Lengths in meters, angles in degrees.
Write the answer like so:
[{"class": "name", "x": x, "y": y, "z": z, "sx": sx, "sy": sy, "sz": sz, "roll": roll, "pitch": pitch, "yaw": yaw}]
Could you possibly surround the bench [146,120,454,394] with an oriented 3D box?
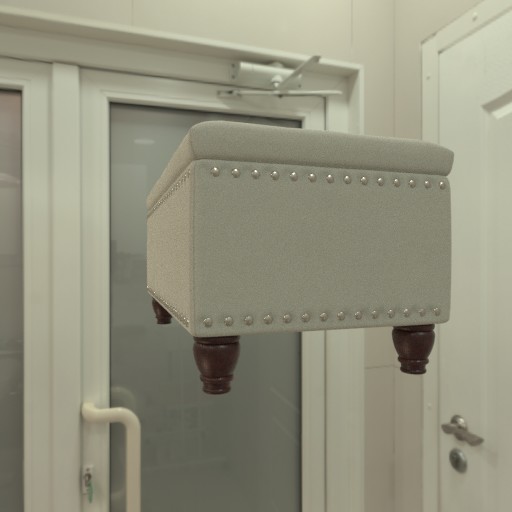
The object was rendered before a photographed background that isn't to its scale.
[{"class": "bench", "x": 0.000, "y": 0.000, "z": 1.170, "sx": 0.500, "sy": 0.449, "sz": 0.887, "roll": 0, "pitch": 0, "yaw": -18}]
